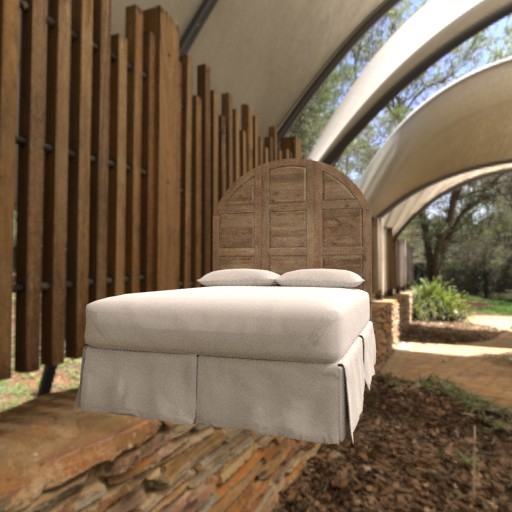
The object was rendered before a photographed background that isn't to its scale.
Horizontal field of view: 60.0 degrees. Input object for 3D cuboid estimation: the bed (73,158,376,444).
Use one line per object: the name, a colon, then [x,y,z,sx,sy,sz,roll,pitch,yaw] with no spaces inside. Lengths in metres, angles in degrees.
bed: [0.000,0.000,3.459,1.713,2.002,2.112,-1,-2,19]
